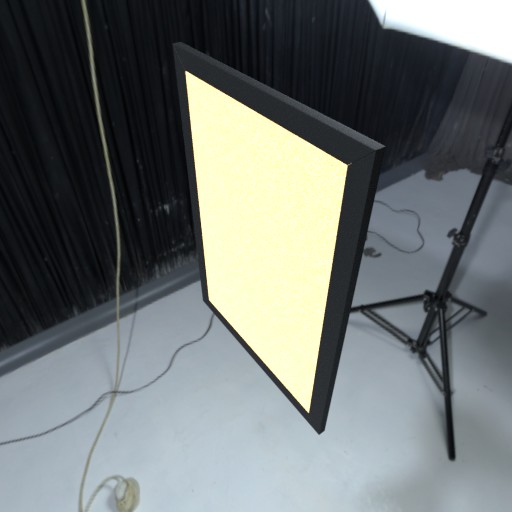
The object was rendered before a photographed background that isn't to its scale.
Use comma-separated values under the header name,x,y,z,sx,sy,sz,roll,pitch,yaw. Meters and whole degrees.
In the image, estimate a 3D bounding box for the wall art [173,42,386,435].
name,x,y,z,sx,sy,sz,roll,pitch,yaw
wall art,0.000,0.000,0.593,0.011,0.459,0.326,-26,48,-26
